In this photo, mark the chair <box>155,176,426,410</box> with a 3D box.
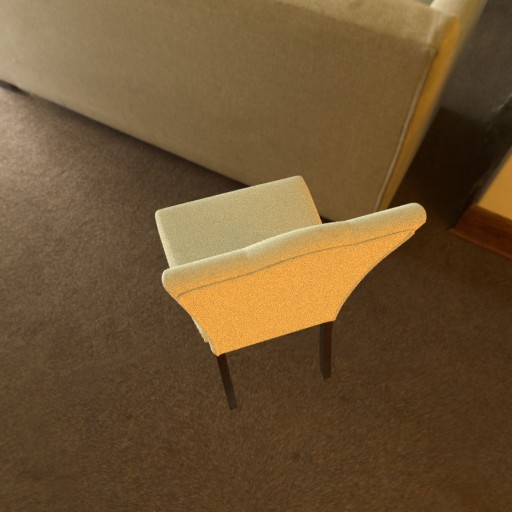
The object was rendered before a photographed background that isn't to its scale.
[{"bbox_3d":[0.000,0.000,1.289,0.518,0.946,0.589,-15,60,-9],"label":"chair"}]
